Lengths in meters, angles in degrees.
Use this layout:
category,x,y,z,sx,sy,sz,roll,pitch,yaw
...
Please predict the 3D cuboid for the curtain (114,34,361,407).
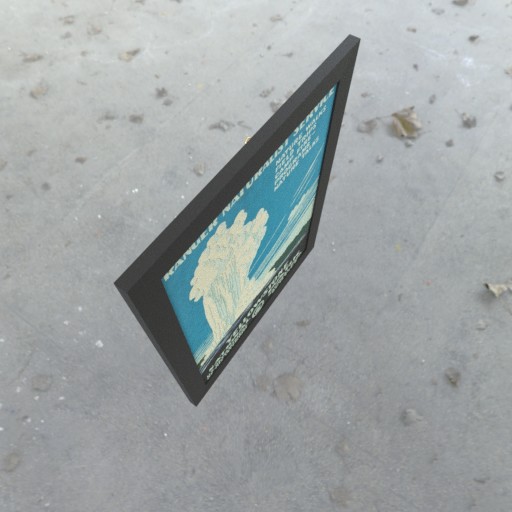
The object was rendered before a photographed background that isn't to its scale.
category,x,y,z,sx,sy,sz,roll,pitch,yaw
curtain,0.000,0.000,0.793,0.027,0.585,0.483,31,65,16
